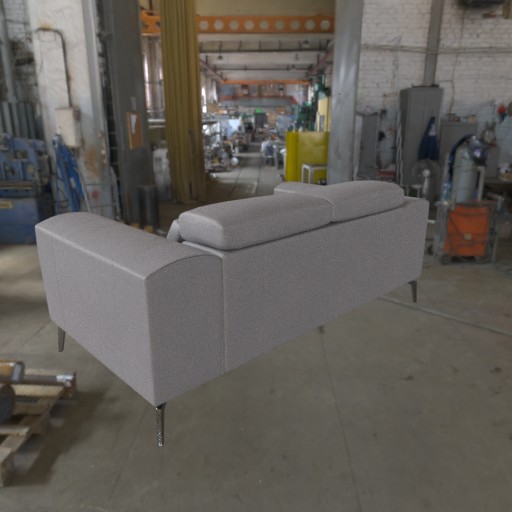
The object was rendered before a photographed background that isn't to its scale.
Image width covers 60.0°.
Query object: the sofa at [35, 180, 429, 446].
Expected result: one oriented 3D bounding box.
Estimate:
[{"bbox_3d":[0.000,0.000,2.364,1.895,0.779,1.003,-16,23,-41],"label":"sofa"}]
